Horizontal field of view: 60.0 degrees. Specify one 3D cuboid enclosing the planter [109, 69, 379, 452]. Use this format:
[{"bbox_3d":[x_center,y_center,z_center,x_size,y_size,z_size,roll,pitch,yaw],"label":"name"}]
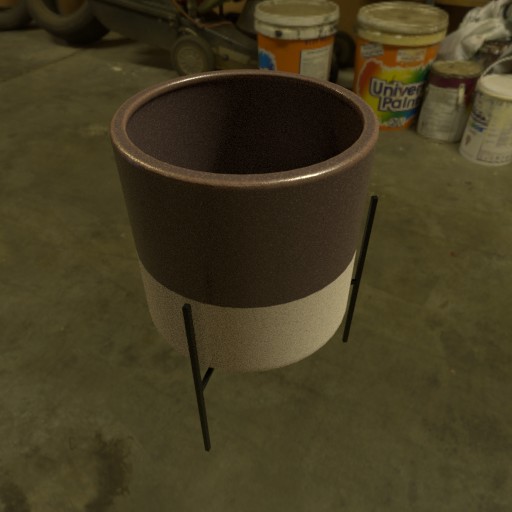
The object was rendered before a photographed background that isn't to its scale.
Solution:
[{"bbox_3d":[0.000,0.000,0.513,0.260,0.353,0.250,-12,43,-13],"label":"planter"}]
